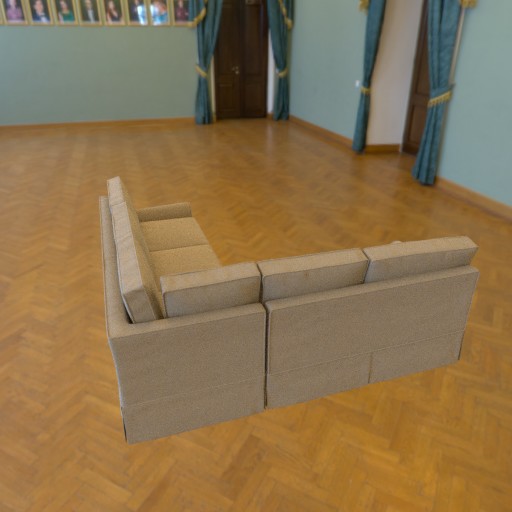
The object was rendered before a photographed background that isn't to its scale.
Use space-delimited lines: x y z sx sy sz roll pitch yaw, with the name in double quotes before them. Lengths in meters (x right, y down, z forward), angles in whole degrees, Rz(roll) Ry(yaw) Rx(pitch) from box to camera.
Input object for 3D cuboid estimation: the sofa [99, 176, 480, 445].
"sofa" 0.000 0.000 4.222 2.730 1.124 2.733 -8 28 -16
